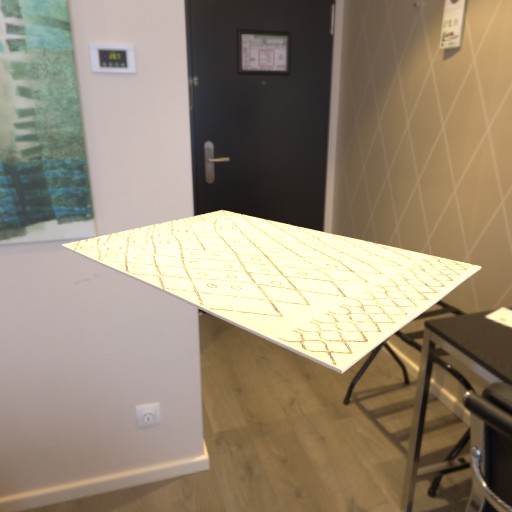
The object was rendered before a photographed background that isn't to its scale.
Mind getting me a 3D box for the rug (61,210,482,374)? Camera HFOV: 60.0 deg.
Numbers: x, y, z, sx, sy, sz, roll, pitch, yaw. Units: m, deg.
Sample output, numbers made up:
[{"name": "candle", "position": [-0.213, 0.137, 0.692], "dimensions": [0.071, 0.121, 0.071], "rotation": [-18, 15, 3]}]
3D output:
[{"name": "rug", "position": [0.000, 0.000, 2.294], "dimensions": [1.828, 0.015, 1.222], "rotation": [16, 24, 41]}]
